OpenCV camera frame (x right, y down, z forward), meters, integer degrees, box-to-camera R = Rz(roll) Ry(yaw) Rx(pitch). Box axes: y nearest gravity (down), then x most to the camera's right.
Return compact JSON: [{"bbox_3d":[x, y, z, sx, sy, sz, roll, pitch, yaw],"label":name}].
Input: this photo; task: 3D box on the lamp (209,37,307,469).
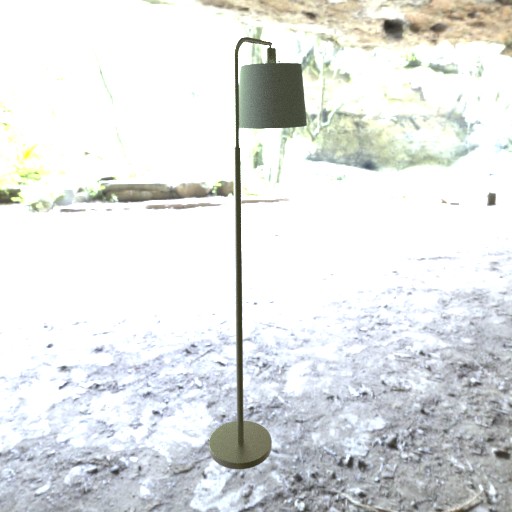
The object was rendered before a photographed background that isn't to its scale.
[{"bbox_3d":[0.000,0.000,1.636,0.254,1.478,0.508,8,18,26],"label":"lamp"}]
